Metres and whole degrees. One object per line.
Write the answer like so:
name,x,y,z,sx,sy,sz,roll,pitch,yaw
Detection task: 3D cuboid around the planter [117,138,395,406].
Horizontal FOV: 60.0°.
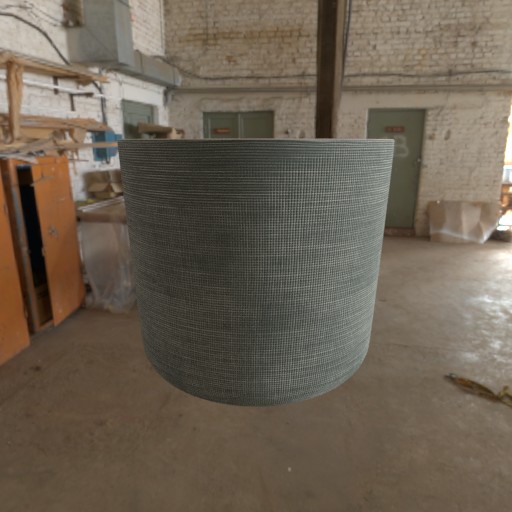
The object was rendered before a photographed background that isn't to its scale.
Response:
planter,0.000,0.000,0.784,0.440,0.398,0.440,0,14,0
